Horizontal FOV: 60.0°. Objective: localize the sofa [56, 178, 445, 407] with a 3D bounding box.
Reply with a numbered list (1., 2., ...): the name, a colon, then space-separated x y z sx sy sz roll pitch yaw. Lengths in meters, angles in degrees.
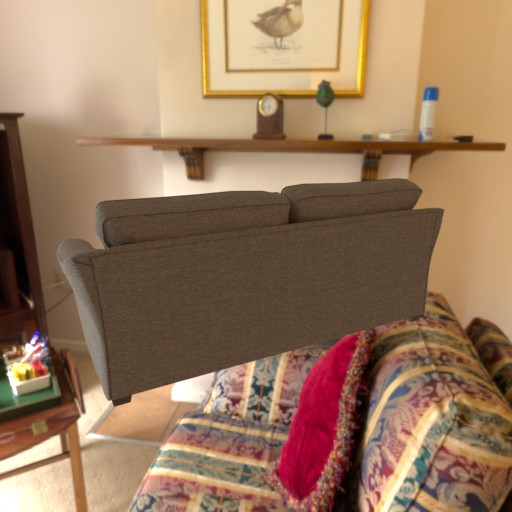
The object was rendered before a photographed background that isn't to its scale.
1. sofa: 0.000 0.000 2.786 2.270 0.950 0.971 -9 19 -27
